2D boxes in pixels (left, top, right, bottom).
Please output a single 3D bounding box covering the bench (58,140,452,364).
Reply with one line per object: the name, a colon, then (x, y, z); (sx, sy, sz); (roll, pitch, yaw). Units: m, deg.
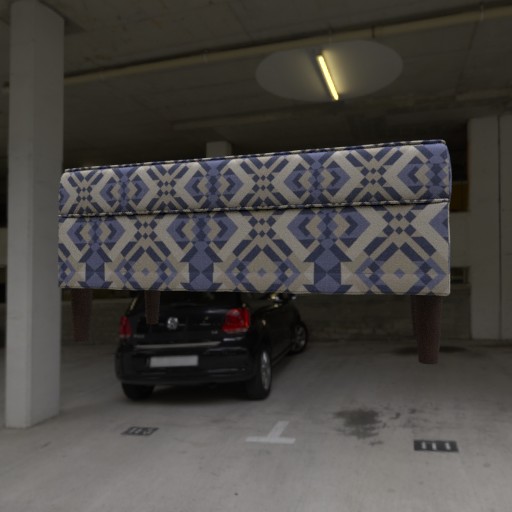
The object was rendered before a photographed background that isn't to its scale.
bench: (0.000, 0.000, 1.291); (1.016, 0.477, 0.492); (0, -1, 18)
